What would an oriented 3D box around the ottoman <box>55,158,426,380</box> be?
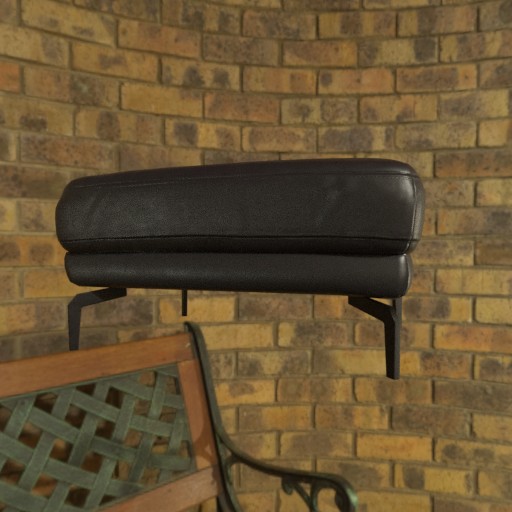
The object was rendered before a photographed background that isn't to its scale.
[{"bbox_3d":[0.000,0.000,1.089,0.764,0.402,0.570,0,1,19],"label":"ottoman"}]
